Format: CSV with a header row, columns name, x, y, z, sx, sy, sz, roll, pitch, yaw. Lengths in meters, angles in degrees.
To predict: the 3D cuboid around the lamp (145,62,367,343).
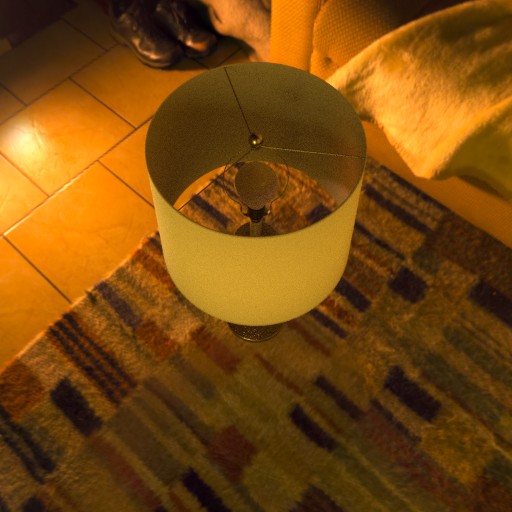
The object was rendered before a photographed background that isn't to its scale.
name,x,y,z,sx,sy,sz,roll,pitch,yaw
lamp,0.000,0.000,0.867,0.333,0.696,0.333,0,64,0
